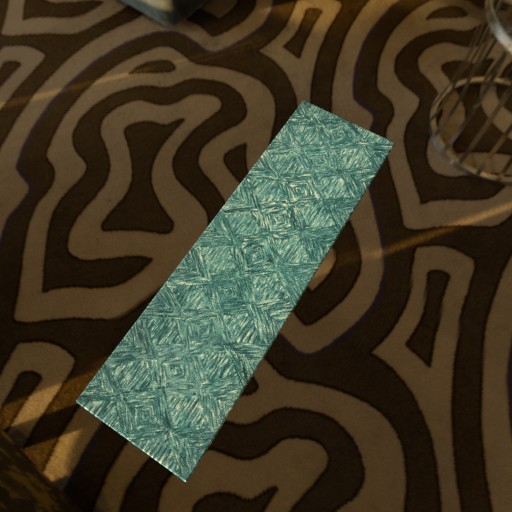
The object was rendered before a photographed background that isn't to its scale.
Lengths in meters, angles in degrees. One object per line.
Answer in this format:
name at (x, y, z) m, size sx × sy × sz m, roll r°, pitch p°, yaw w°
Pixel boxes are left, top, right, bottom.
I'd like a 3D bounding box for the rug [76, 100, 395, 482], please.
rug at (0.000, 0.000, 2.518) m, size 0.676 × 0.016 × 2.286 m, roll 30°, pitch 69°, yaw 13°
